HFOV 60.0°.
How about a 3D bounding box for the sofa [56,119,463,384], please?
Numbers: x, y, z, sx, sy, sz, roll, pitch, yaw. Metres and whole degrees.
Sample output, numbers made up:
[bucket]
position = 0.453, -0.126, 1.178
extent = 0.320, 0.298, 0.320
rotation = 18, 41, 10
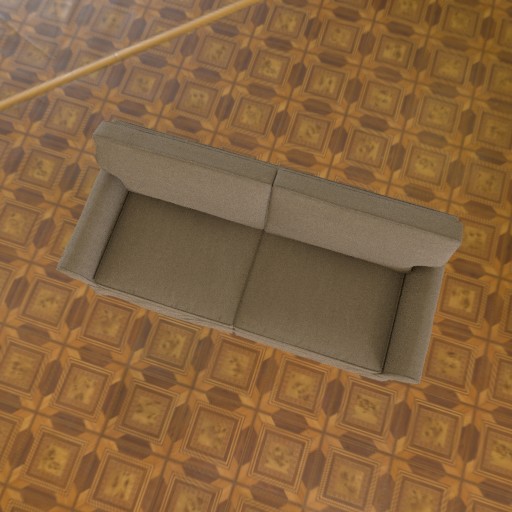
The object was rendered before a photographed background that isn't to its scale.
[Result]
[sofa]
position = 0.000, 0.000, 2.759
extent = 2.248, 0.943, 0.991
rotation = 17, 76, 4
